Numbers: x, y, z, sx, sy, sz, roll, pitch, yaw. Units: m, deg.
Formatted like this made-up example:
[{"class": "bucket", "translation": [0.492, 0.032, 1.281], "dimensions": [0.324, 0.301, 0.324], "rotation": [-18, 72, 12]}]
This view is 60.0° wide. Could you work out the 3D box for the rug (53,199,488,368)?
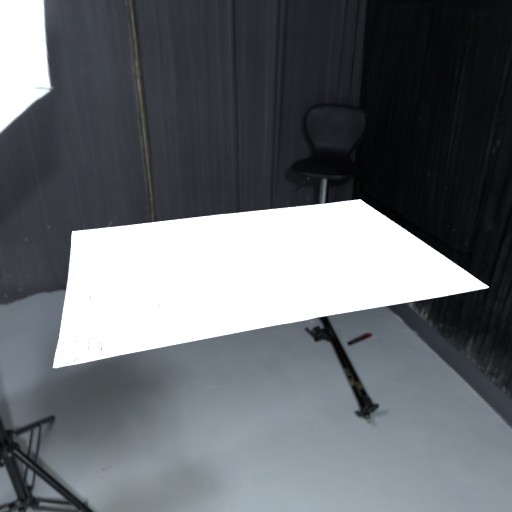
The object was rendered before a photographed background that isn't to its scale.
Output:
[{"class": "rug", "translation": [0.000, 0.000, 2.180], "dimensions": [1.773, 0.021, 1.149], "rotation": [-8, 28, -15]}]
